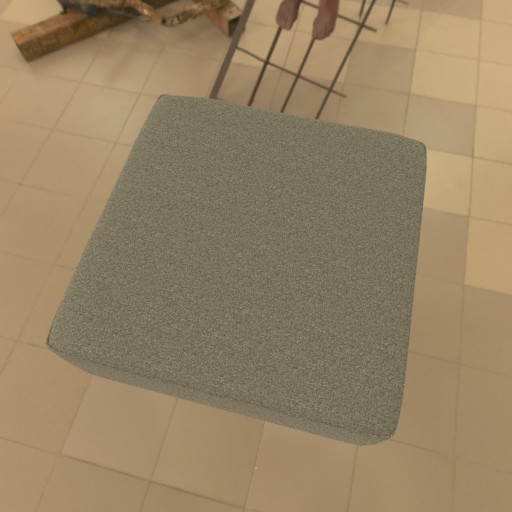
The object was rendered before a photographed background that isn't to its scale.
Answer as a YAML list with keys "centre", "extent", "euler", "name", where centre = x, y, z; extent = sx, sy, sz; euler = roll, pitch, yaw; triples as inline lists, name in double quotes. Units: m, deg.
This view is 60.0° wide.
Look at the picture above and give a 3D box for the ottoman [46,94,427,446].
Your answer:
- centre: [0.000, 0.000, 1.550]
  extent: [1.005, 0.464, 1.015]
  euler: [13, 65, 6]
  name: "ottoman"
